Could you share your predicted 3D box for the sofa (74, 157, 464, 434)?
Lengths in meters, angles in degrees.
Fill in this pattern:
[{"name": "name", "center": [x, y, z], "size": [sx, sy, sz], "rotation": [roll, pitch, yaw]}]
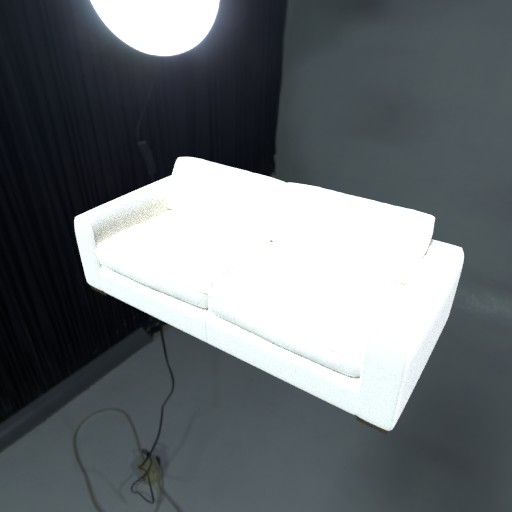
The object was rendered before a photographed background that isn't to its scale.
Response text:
[{"name": "sofa", "center": [0.000, 0.000, 2.819], "size": [2.262, 0.801, 1.070], "rotation": [19, 36, 29]}]
